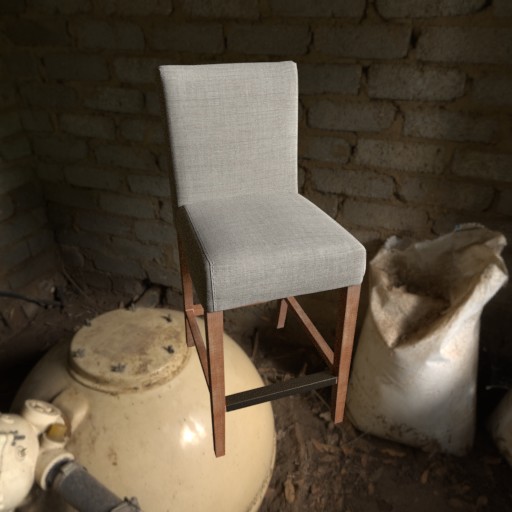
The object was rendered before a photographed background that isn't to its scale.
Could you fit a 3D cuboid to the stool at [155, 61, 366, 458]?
[{"bbox_3d":[0.000,0.000,1.359,0.454,1.039,0.567,-9,31,-16],"label":"stool"}]
